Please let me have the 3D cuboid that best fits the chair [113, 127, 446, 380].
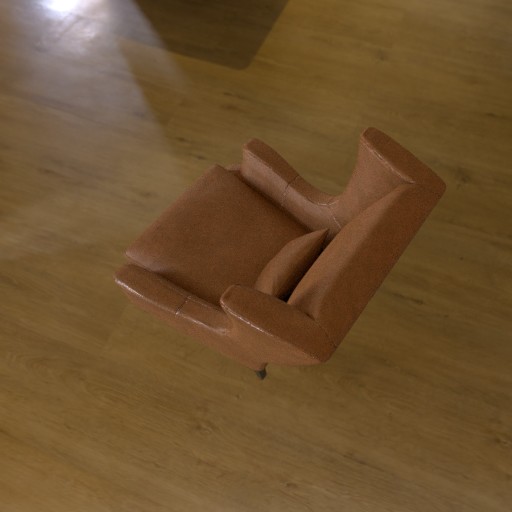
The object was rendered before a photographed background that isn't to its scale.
[{"bbox_3d":[0.000,0.000,1.734,0.925,1.016,0.852,34,67,16],"label":"chair"}]
